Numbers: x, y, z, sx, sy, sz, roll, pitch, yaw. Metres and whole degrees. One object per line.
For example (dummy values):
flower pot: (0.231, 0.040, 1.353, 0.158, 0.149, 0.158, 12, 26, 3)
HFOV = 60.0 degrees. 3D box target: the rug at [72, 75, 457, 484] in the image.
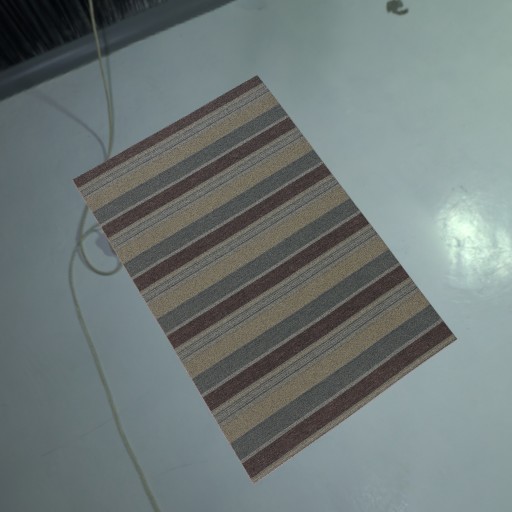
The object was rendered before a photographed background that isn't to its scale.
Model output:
rug: (0.000, 0.000, 2.329, 1.219, 0.008, 1.829, -32, 78, -8)
